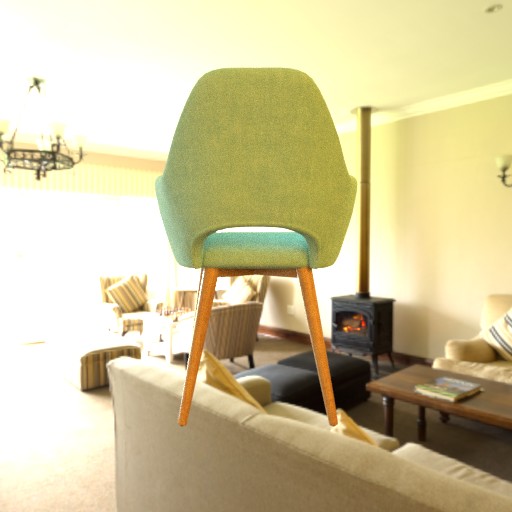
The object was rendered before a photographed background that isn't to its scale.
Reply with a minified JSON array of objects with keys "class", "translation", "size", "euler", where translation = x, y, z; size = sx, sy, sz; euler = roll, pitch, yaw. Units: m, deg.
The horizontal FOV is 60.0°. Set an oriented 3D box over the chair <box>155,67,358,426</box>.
[{"class":"chair","translation":[0.000,0.000,1.263],"size":[0.590,0.840,0.610],"euler":[0,2,0]}]
